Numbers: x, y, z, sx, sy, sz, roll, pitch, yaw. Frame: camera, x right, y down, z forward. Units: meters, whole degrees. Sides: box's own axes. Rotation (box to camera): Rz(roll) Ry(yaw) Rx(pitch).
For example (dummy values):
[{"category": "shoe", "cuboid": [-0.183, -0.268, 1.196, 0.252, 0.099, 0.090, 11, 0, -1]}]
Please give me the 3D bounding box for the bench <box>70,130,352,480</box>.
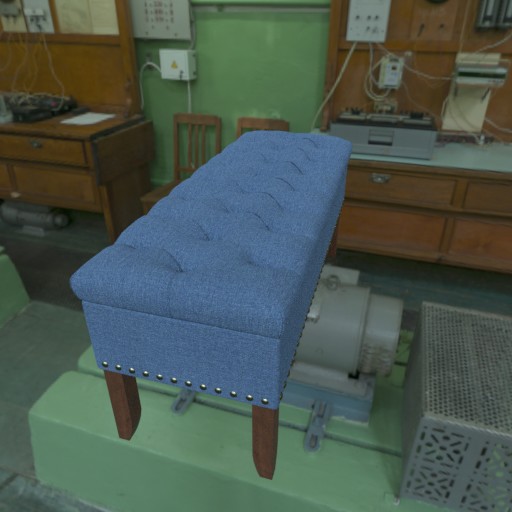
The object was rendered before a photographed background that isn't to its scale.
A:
[{"category": "bench", "cuboid": [0.000, 0.000, 1.297, 0.417, 0.492, 1.052, 8, 31, 14]}]
